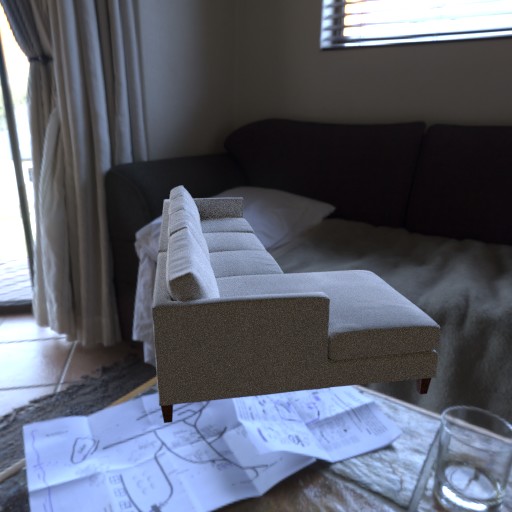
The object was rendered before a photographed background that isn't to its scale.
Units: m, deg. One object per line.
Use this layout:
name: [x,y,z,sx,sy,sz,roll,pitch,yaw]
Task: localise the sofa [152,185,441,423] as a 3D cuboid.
sofa: [0.000,0.000,3.872,1.625,0.861,3.186,-3,17,-10]
